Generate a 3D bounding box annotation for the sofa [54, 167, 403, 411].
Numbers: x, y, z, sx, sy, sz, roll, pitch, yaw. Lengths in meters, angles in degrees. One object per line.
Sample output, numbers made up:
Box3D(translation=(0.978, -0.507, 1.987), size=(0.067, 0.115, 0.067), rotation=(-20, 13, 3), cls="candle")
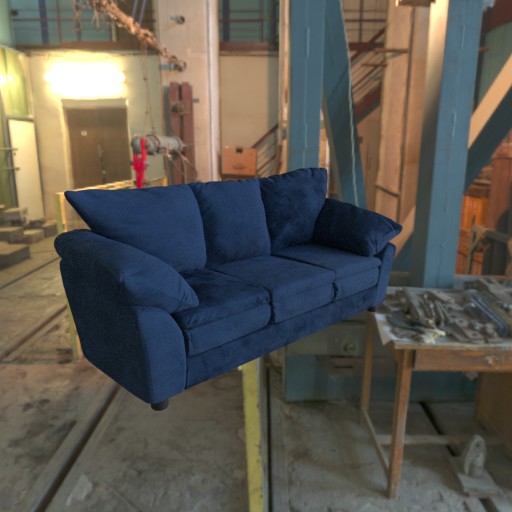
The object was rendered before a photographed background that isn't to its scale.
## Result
Box3D(translation=(0.000, 0.000, 2.942), size=(2.390, 1.091, 0.907), rotation=(-13, 19, -43), cls="sofa")
